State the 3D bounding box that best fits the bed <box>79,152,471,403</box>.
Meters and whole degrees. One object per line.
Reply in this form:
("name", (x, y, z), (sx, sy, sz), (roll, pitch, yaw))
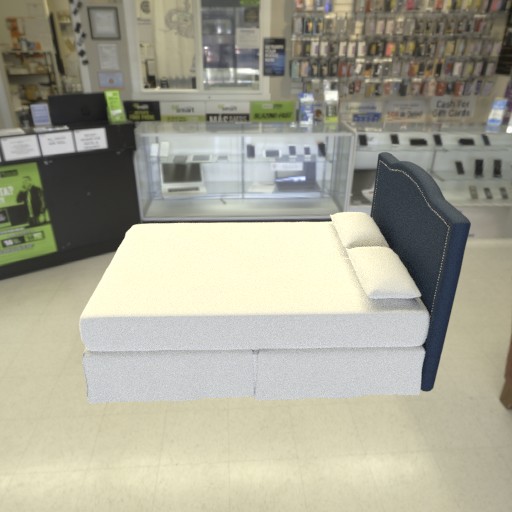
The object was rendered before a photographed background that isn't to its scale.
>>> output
("bed", (0.000, 0.000, 3.593), (2.507, 1.441, 1.741), (-1, 27, -1))
